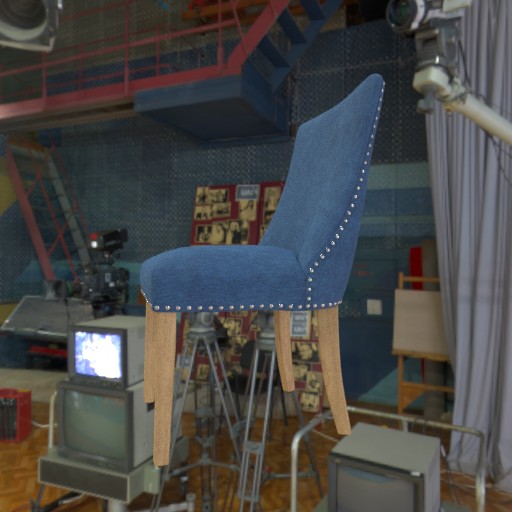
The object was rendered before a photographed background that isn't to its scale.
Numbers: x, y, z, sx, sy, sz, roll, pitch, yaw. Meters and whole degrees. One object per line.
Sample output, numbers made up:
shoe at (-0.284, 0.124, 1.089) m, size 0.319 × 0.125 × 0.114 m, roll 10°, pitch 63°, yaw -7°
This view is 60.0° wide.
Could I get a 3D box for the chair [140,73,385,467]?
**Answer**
chair at (0.000, 0.000, 1.231) m, size 0.610 × 0.902 × 0.495 m, roll 0°, pitch 0°, yaw -17°
